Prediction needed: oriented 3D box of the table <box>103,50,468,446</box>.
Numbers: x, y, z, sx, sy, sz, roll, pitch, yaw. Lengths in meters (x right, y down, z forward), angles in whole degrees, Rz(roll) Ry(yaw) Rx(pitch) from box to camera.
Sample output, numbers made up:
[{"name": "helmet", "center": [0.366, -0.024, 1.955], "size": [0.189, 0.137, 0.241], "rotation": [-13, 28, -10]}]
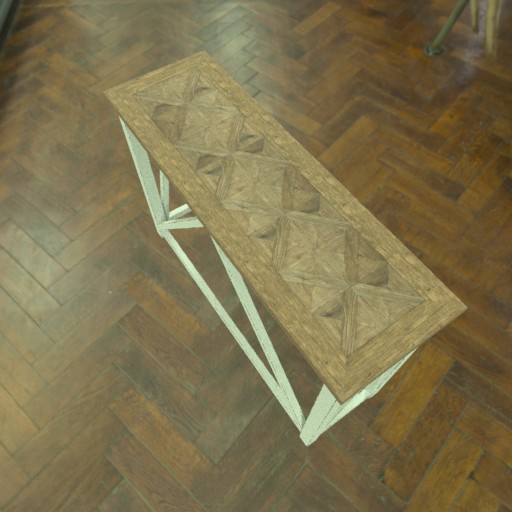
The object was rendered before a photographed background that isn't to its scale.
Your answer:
[{"name": "table", "center": [0.000, 0.000, 1.845], "size": [0.450, 0.930, 1.400], "rotation": [-30, 63, -17]}]
